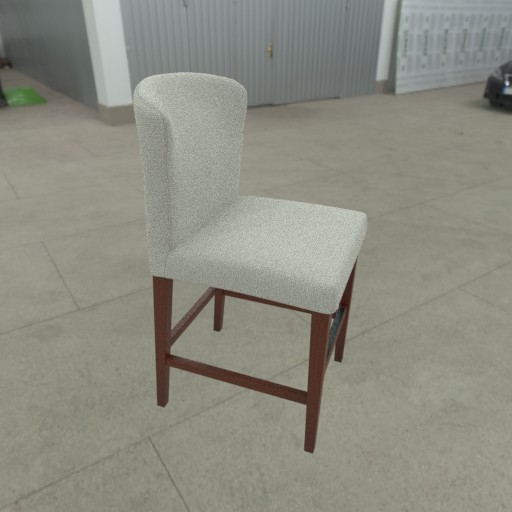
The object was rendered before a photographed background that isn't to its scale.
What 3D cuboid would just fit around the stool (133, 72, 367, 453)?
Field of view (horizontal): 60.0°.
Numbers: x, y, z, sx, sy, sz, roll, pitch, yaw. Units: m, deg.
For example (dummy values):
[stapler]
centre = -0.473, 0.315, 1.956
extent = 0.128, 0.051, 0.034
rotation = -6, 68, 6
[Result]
[stool]
centre = 0.000, 0.000, 1.295
extent = 0.568, 0.969, 0.481
rotation = 10, 30, 18
